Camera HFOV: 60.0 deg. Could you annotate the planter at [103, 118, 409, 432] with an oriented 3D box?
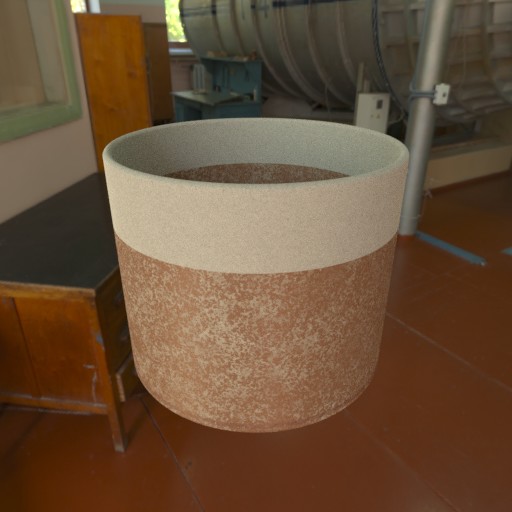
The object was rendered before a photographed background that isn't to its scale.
[{"bbox_3d":[0.000,0.000,0.269,0.159,0.138,0.159,0,26,0],"label":"planter"}]
